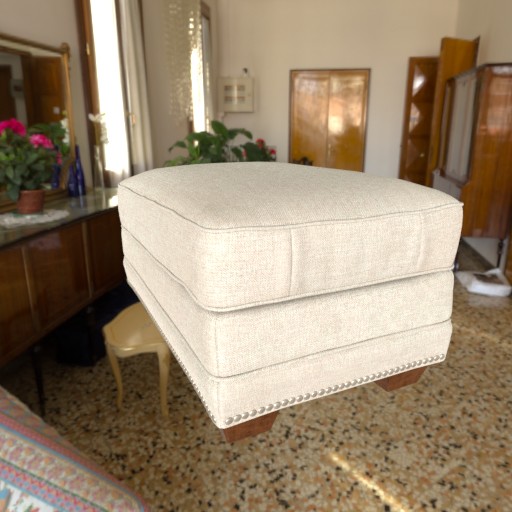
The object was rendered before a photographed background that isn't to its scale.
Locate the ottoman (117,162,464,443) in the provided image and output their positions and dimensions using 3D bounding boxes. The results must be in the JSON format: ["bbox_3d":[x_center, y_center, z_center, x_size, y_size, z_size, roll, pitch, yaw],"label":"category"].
[{"bbox_3d":[0.000,0.000,1.126,0.559,0.458,0.813,-8,18,-25],"label":"ottoman"}]
